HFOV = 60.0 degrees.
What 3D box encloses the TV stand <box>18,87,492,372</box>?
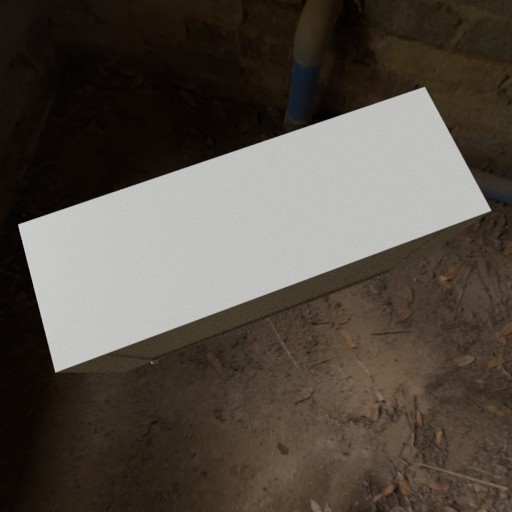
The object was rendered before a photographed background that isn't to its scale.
[{"bbox_3d":[0.000,0.000,1.572,1.193,0.812,0.406,-20,76,-5],"label":"TV stand"}]
